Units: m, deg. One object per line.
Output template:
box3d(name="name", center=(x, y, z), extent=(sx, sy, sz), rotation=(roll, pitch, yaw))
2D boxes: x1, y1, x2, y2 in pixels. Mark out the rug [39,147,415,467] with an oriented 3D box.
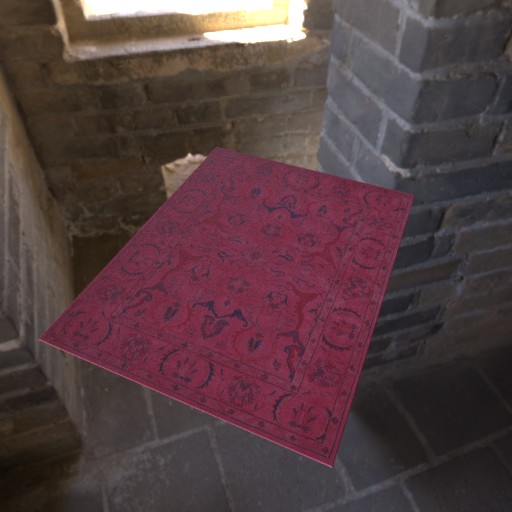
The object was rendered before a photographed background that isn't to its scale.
box3d(name="rug", center=(0.000, 0.000, 3.957), extent=(2.300, 0.012, 2.929), rotation=(17, 48, 16))
